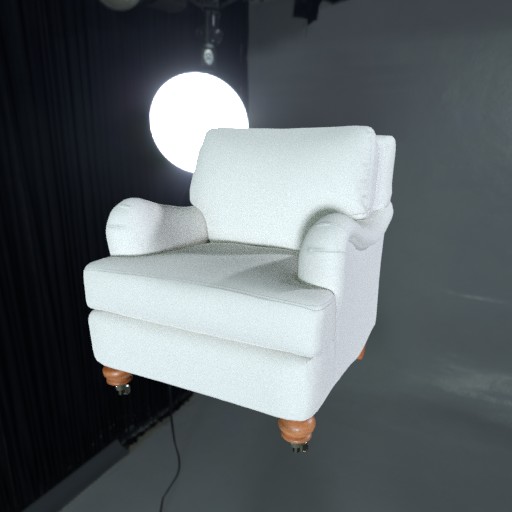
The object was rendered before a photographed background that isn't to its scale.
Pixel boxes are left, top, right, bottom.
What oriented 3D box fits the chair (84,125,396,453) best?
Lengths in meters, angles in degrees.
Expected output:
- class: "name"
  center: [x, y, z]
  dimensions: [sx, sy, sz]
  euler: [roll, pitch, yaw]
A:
- class: "chair"
  center: [0.000, 0.000, 1.832]
  dimensions: [0.955, 1.038, 1.070]
  euler: [7, 17, 26]
